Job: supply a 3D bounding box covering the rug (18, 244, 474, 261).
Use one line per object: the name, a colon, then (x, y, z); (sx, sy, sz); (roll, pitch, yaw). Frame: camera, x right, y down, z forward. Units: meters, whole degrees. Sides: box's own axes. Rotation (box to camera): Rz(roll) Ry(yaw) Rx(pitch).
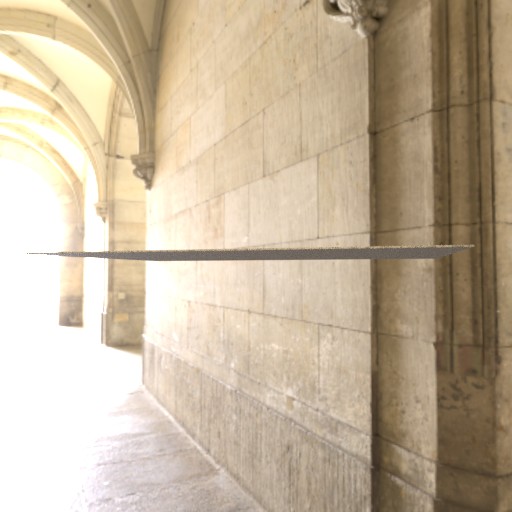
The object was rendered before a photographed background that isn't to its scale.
rug: (0.000, 0.000, 2.255); (1.827, 0.007, 1.211); (-1, -2, 17)
